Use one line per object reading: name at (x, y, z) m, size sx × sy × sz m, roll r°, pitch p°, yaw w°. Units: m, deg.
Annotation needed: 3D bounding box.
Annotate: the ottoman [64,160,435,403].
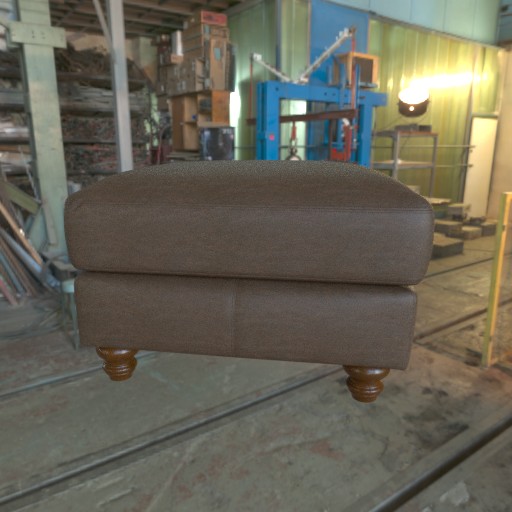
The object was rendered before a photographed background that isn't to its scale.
ottoman at (0.000, 0.000, 1.204) m, size 0.787 × 0.508 × 0.635 m, roll 2°, pitch 14°, yaw 9°
